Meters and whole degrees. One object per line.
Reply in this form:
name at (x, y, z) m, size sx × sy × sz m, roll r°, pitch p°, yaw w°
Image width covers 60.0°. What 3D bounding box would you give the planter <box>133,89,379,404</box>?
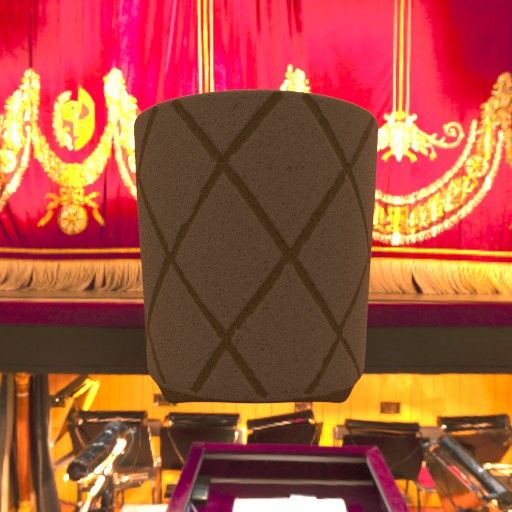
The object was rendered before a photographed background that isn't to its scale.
planter at (0.000, 0.000, 0.358) m, size 0.191 × 0.199 × 0.191 m, roll 0°, pitch 0°, yaw 0°
